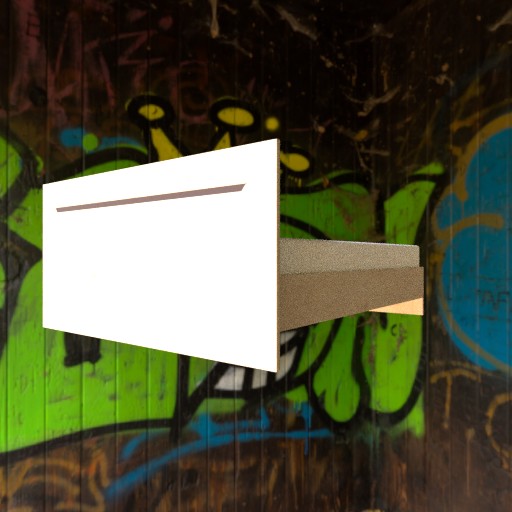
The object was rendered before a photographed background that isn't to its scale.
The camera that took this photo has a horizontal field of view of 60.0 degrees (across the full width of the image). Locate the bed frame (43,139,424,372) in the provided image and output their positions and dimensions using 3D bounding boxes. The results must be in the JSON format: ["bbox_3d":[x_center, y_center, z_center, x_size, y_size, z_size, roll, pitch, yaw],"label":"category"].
[{"bbox_3d":[0.000,0.000,3.078,1.800,0.900,2.080,0,0,38],"label":"bed frame"}]
